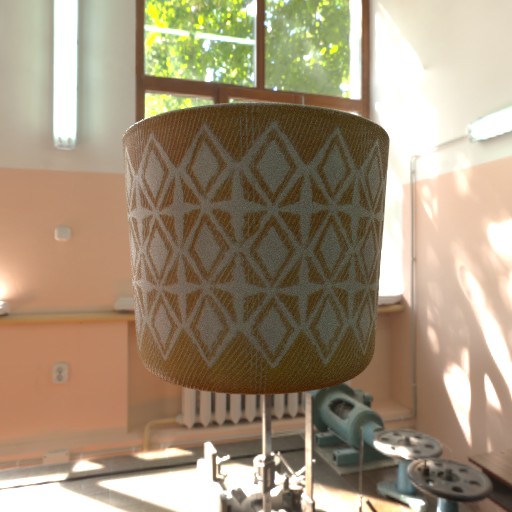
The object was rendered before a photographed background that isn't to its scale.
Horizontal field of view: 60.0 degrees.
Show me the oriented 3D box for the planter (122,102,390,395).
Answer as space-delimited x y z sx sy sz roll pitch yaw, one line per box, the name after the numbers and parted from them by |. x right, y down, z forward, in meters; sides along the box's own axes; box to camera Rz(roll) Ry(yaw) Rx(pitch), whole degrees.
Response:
0.000 0.000 0.334 0.193 0.165 0.193 0 0 0 | planter
